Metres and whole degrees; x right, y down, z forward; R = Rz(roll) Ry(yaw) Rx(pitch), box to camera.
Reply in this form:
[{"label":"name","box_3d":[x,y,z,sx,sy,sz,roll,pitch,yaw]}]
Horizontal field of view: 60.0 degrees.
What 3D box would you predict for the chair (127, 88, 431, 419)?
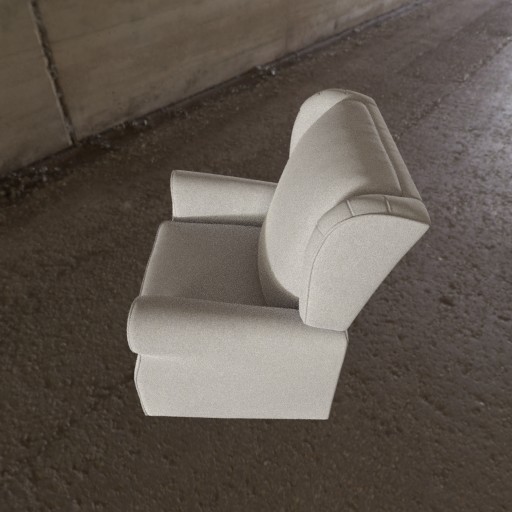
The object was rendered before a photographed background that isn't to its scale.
[{"label":"chair","box_3d":[0.000,0.000,1.634,0.854,0.967,0.906,0,41,1]}]
